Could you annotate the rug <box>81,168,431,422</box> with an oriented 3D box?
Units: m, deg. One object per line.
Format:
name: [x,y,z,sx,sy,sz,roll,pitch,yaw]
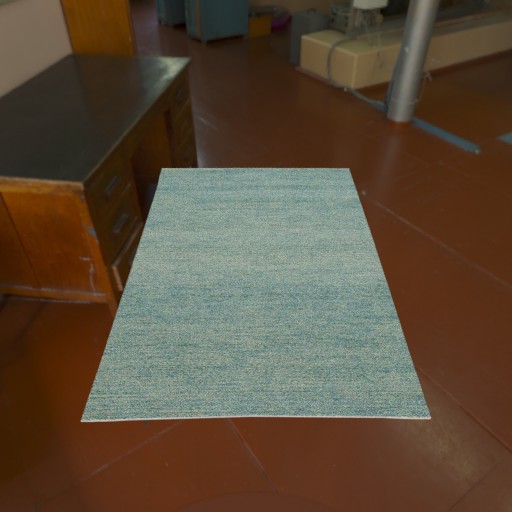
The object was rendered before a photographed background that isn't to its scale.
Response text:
rug: [0.000,0.000,2.881,1.593,0.029,2.305,0,40,0]
